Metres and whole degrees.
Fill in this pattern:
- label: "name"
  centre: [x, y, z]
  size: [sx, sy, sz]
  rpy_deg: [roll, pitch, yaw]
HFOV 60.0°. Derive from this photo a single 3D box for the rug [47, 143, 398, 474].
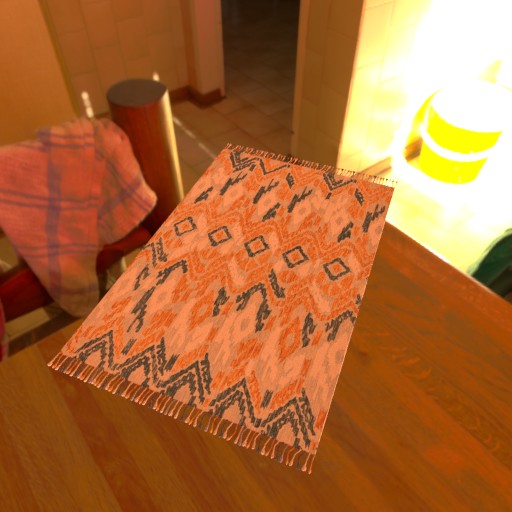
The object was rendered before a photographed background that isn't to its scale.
- label: "rug"
  centre: [0.000, 0.000, 3.037]
  size: [1.533, 0.010, 2.428]
  rpy_deg: [16, 49, 15]
